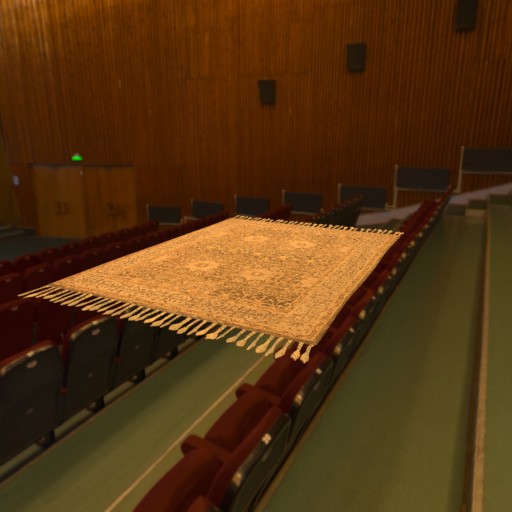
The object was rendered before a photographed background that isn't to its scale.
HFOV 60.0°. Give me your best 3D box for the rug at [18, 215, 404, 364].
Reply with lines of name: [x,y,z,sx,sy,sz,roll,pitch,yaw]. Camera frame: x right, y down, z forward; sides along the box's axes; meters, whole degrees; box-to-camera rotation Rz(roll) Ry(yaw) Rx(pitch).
rug: [0.000,0.000,3.063,1.619,0.023,2.465,8,18,25]
